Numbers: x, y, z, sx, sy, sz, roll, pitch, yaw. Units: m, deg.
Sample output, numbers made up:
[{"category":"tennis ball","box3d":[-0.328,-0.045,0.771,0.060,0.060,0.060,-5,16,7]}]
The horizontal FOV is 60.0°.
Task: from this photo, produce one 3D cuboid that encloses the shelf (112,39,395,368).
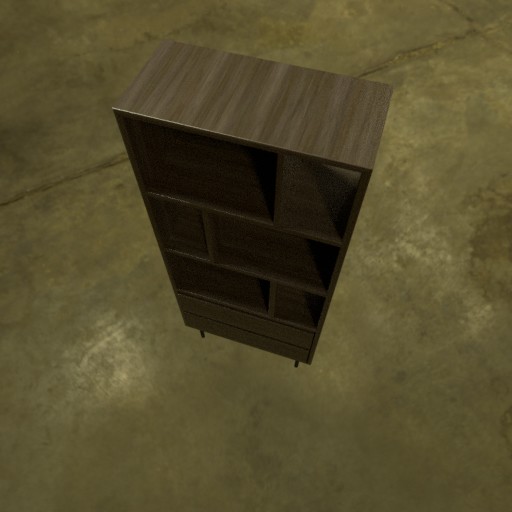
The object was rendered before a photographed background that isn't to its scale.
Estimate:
[{"category":"shelf","box3d":[0.000,0.000,1.803,0.670,1.545,0.323,16,59,10]}]
